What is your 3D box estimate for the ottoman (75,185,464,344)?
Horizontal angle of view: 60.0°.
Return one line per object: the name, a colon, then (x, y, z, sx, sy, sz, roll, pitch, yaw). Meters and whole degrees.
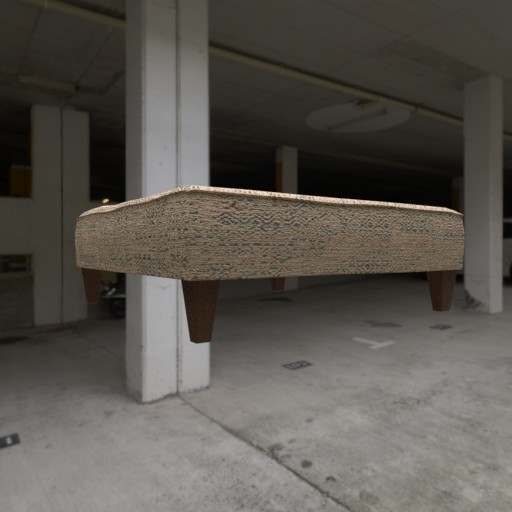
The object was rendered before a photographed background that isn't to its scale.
ottoman: (0.000, 0.000, 1.560, 1.004, 0.356, 0.968, 0, 1, -35)
